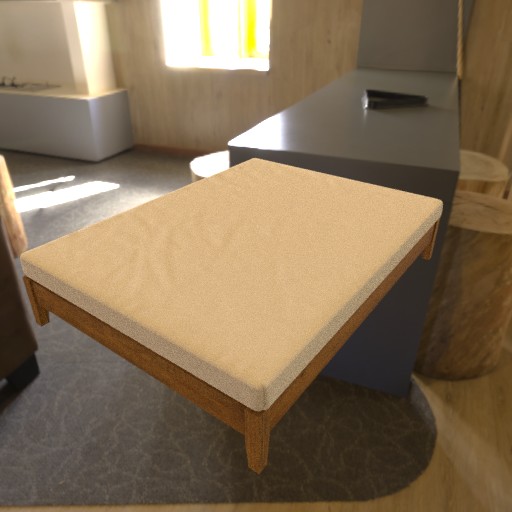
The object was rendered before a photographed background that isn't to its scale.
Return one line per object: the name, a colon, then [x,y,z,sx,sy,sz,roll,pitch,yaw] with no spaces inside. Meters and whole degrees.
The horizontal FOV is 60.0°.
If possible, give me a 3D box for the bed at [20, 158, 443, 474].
bed: [0.000,0.000,2.637,1.536,0.431,2.016,20,35,31]
